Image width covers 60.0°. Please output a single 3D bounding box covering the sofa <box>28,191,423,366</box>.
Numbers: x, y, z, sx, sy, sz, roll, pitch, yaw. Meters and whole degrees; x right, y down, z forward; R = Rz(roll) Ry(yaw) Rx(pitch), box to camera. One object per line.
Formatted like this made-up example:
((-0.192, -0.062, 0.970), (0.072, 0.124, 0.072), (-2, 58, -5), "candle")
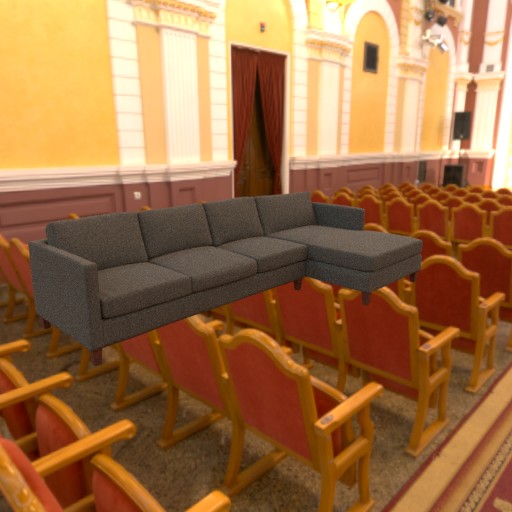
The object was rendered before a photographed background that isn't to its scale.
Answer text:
((0.000, 0.000, 3.870), (1.625, 0.846, 3.186), (14, 20, 42), "sofa")
